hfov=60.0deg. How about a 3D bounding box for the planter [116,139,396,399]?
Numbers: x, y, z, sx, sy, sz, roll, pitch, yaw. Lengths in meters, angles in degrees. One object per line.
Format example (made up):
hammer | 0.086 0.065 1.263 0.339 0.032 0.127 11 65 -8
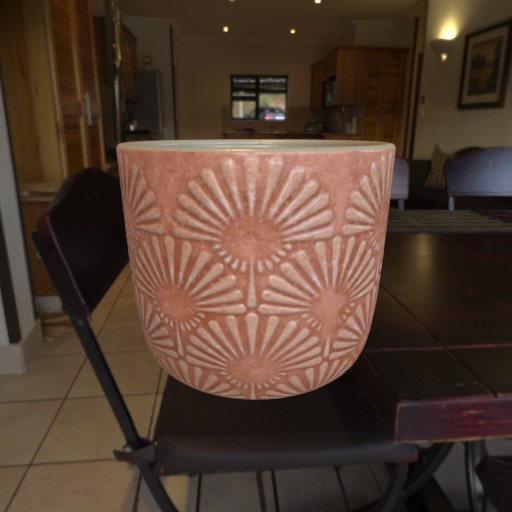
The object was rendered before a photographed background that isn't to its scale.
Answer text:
planter | 0.000 0.000 0.220 0.124 0.109 0.124 0 16 0
